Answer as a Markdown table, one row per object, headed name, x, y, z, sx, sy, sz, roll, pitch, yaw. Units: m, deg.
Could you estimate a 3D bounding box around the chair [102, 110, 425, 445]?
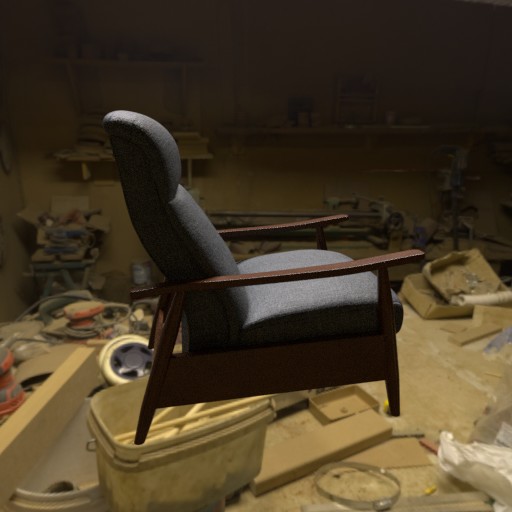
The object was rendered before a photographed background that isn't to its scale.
| name | x | y | z | sx | sy | sz | roll | pitch | yaw |
| --- | --- | --- | --- | --- | --- | --- | --- | --- | --- |
| chair | 0.000 | 0.000 | 1.777 | 1.030 | 1.082 | 0.762 | -3 | 16 | -9 |
